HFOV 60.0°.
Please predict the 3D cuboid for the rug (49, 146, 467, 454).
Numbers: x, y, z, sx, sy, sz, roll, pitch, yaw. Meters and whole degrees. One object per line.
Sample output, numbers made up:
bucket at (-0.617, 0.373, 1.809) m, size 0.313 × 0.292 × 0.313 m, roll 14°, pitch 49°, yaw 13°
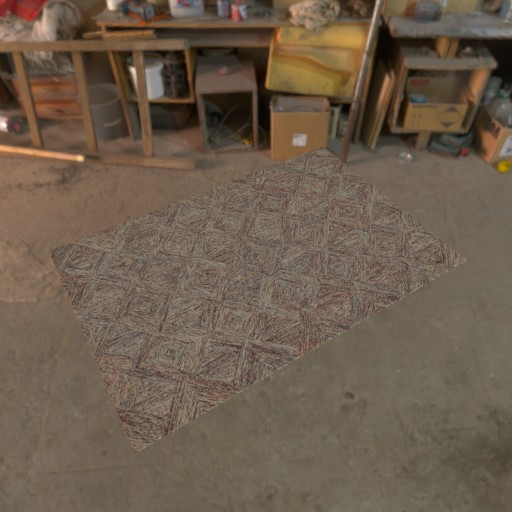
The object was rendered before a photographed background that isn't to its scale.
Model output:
rug at (0.000, 0.000, 2.910) m, size 2.285 × 0.019 × 1.523 m, roll -25°, pitch 52°, yaw -21°
